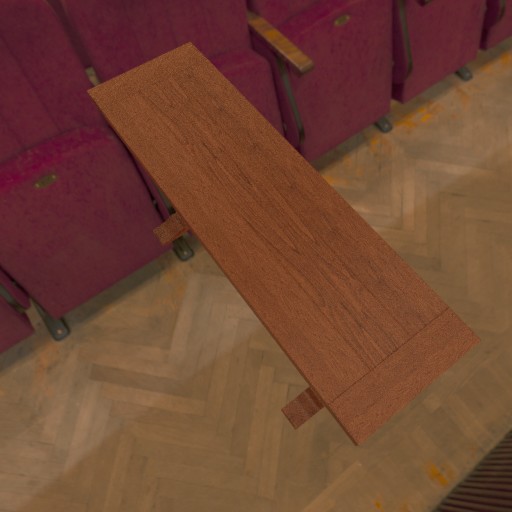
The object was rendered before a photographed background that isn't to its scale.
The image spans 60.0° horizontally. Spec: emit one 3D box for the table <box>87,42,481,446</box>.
[{"bbox_3d":[0.000,0.000,1.795,0.461,0.852,1.478,-33,68,-15],"label":"table"}]
